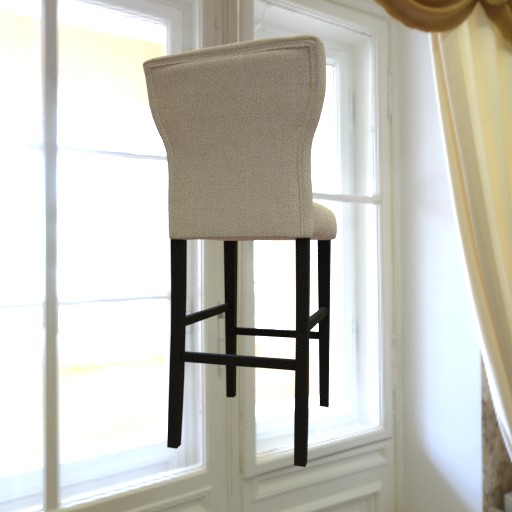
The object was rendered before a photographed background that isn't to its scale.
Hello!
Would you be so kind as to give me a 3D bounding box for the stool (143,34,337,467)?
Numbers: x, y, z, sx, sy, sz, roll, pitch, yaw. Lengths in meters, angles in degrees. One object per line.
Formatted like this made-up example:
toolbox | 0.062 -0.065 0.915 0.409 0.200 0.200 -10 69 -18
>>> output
stool | 0.000 0.000 1.446 0.516 1.124 0.603 0 0 17
